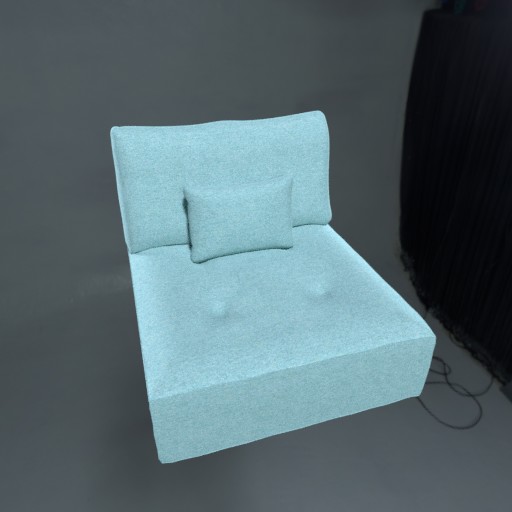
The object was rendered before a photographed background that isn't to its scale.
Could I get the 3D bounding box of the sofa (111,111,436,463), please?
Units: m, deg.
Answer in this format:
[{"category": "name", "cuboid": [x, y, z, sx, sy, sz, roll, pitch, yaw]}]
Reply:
[{"category": "sofa", "cuboid": [0.000, 0.000, 1.676, 0.930, 0.820, 1.000, -9, 32, -15]}]
